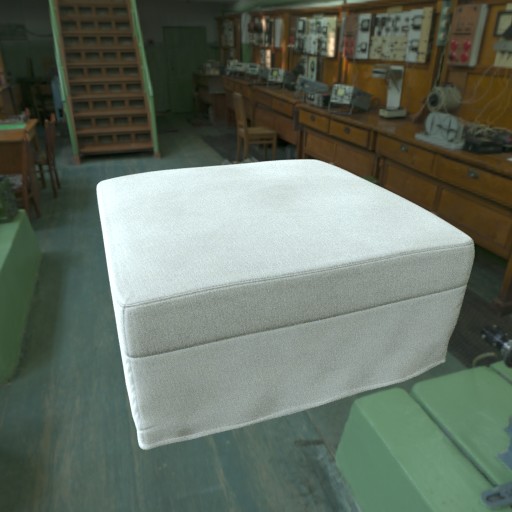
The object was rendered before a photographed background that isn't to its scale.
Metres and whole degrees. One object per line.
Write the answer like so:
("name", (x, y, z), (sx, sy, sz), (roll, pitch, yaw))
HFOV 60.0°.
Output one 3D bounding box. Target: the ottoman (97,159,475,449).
("ottoman", (0.000, 0.000, 1.319), (0.842, 0.441, 0.843), (-9, 28, -18))
